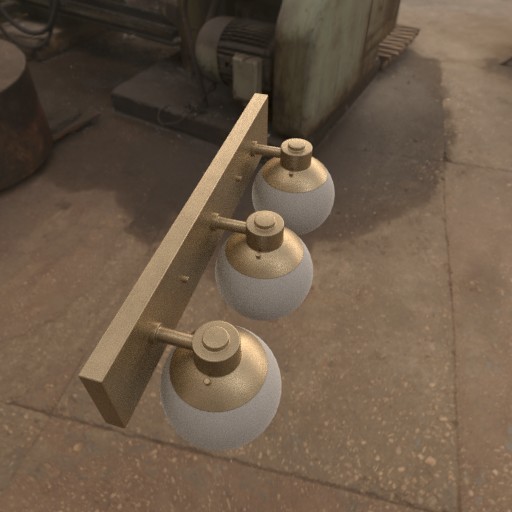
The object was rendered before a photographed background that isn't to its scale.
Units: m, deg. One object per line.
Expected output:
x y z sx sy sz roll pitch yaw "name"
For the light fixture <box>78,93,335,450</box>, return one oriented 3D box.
0.000 0.000 0.823 0.218 0.263 0.721 12 48 11 "light fixture"
